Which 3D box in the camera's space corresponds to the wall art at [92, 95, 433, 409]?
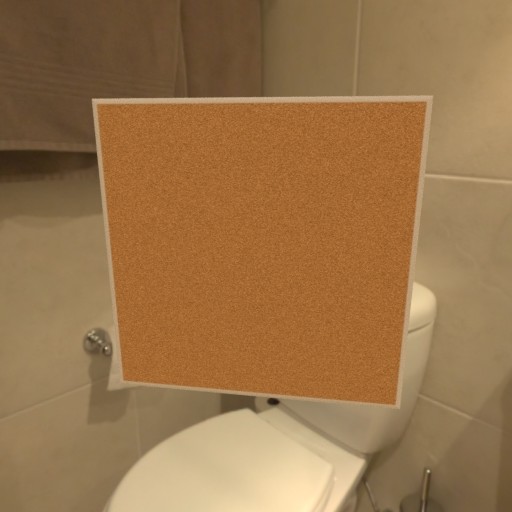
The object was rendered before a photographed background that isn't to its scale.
[{"bbox_3d":[0.000,0.000,0.454,0.305,0.304,0.038,3,17,9],"label":"wall art"}]
